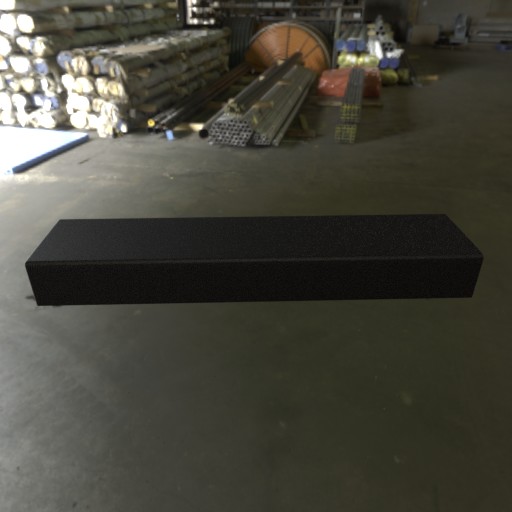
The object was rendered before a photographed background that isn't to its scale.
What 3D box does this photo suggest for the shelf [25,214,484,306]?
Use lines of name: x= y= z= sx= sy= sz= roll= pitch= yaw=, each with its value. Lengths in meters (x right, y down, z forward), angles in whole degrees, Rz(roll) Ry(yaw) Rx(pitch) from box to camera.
shelf: x=0.000 y=0.000 z=0.494 sx=0.456 sy=0.053 sz=0.102 roll=-1 pitch=30 yaw=-2
